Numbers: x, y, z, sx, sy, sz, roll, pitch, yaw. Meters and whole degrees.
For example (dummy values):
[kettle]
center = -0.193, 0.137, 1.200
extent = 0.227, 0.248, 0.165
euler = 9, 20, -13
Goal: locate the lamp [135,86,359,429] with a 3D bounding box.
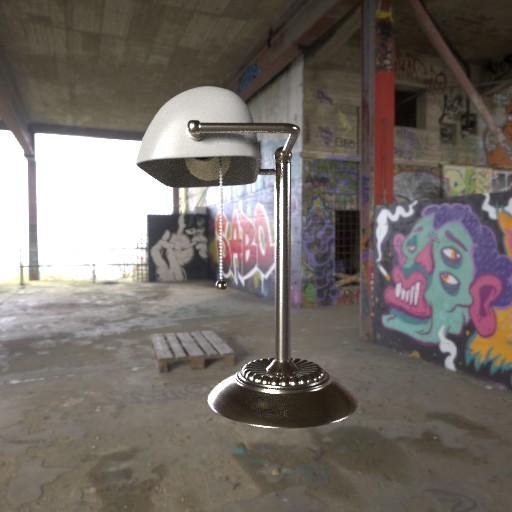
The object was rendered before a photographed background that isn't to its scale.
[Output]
[lamp]
center = 0.000, 0.000, 0.524
extent = 0.243, 0.339, 0.264
euler = 0, 2, -1
